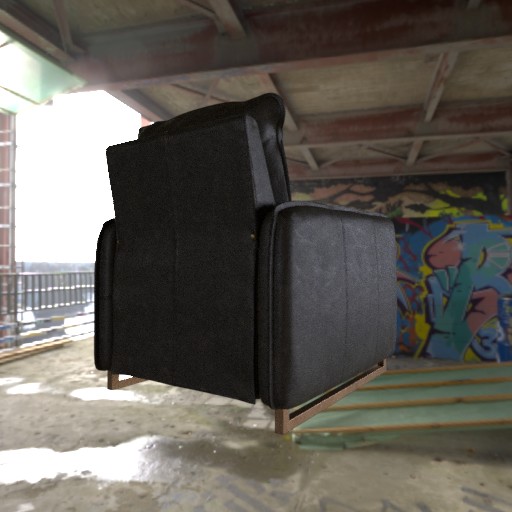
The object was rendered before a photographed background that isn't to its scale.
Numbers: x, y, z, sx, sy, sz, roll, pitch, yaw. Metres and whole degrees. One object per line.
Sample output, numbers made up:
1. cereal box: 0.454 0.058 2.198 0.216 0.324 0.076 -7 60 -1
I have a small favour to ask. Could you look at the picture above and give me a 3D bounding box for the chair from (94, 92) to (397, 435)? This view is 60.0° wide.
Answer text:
1. chair: 0.000 0.000 1.650 0.830 0.921 0.921 -1 -1 35
